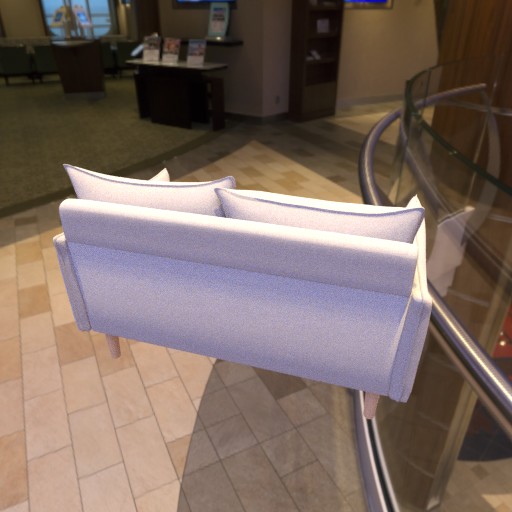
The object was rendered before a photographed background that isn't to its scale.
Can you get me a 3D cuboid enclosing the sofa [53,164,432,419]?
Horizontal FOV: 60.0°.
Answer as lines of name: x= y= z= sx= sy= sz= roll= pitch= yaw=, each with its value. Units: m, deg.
sofa: x=0.000 y=0.000 z=1.826 sx=1.300 sy=0.840 sz=0.820 roll=9 pitch=31 yaw=15
